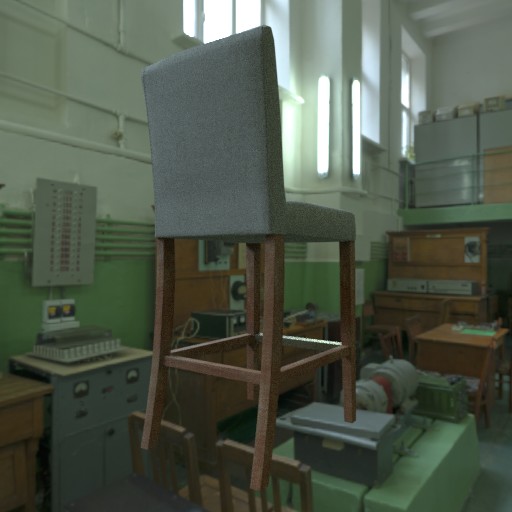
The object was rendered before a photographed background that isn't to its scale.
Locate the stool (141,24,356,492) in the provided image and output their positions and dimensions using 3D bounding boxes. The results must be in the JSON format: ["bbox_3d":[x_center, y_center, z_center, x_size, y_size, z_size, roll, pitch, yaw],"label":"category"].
[{"bbox_3d":[0.000,0.000,1.360,0.439,1.088,0.570,0,0,35],"label":"stool"}]
